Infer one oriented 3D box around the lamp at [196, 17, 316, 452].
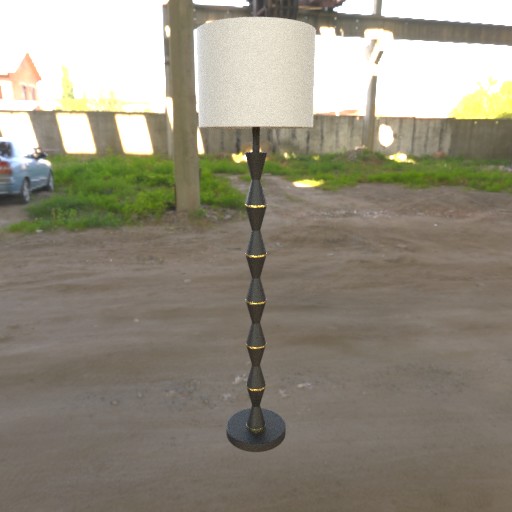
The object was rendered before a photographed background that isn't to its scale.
[{"bbox_3d":[0.000,0.000,1.607,0.381,1.480,0.381,-14,21,-43],"label":"lamp"}]
